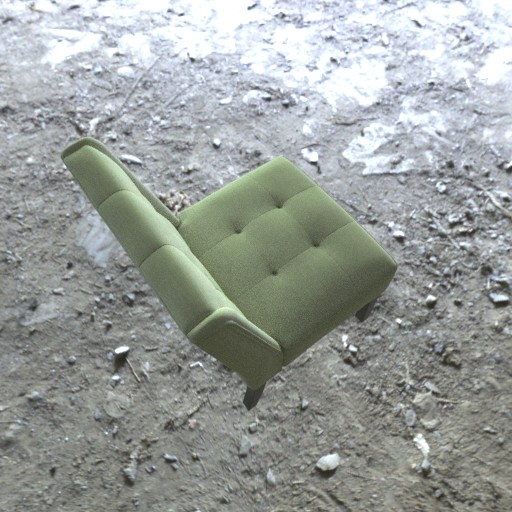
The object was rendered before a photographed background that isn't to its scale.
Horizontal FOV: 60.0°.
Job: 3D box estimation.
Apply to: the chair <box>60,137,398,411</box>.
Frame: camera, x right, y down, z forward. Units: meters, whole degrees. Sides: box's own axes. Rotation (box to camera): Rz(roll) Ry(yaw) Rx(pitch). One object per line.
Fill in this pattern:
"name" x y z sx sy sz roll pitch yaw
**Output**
"chair" 0.000 0.000 1.310 0.676 0.853 0.569 -33 64 -18
